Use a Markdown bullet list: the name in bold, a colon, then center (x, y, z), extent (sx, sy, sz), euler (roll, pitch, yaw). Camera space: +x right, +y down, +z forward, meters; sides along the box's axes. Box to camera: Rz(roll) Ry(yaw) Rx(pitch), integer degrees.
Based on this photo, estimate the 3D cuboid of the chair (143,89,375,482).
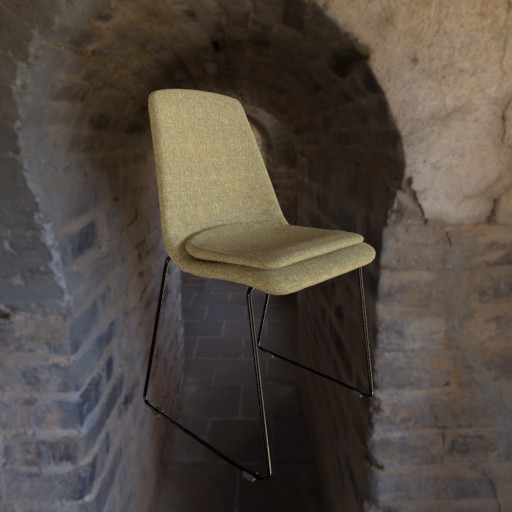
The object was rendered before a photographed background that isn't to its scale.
- **chair**: center (0.000, 0.000, 1.156), extent (0.496, 0.849, 0.479), euler (13, 20, 42)
